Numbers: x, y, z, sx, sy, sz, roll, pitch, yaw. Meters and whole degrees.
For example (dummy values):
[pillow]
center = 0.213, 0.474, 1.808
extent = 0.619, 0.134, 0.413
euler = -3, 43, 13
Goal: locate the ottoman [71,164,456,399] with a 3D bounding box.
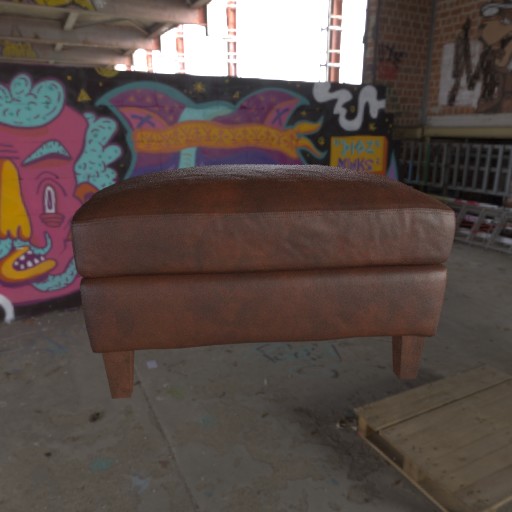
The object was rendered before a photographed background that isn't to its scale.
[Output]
[ottoman]
center = 0.000, 0.000, 1.298
extent = 0.887, 0.527, 0.659
euler = -2, 16, -7
